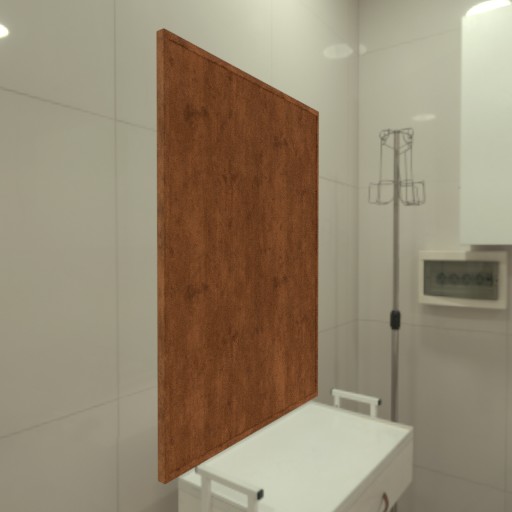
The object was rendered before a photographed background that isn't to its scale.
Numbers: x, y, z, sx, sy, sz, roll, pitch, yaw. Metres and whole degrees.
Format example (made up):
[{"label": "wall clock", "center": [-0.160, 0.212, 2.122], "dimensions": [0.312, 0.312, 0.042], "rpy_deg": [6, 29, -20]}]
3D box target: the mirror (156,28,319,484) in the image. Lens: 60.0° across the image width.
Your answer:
[{"label": "mirror", "center": [0.000, 0.000, 1.396], "dimensions": [0.028, 1.099, 0.796], "rpy_deg": [1, 1, 35]}]
